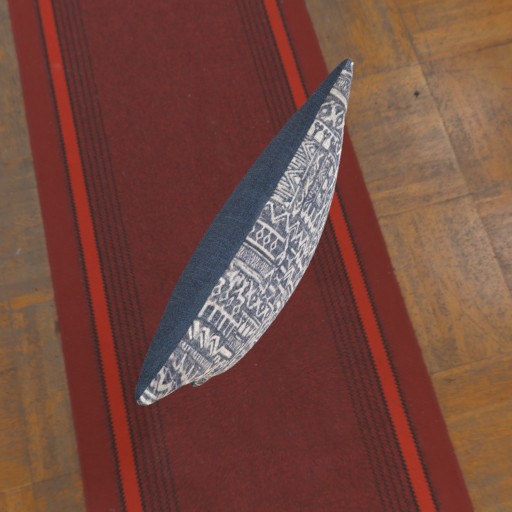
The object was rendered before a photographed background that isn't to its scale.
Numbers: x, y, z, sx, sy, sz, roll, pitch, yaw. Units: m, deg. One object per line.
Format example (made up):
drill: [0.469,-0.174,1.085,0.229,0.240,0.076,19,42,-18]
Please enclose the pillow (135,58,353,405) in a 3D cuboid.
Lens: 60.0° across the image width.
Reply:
pillow: [0.000,0.000,0.799,0.180,0.487,0.546,30,78,7]
